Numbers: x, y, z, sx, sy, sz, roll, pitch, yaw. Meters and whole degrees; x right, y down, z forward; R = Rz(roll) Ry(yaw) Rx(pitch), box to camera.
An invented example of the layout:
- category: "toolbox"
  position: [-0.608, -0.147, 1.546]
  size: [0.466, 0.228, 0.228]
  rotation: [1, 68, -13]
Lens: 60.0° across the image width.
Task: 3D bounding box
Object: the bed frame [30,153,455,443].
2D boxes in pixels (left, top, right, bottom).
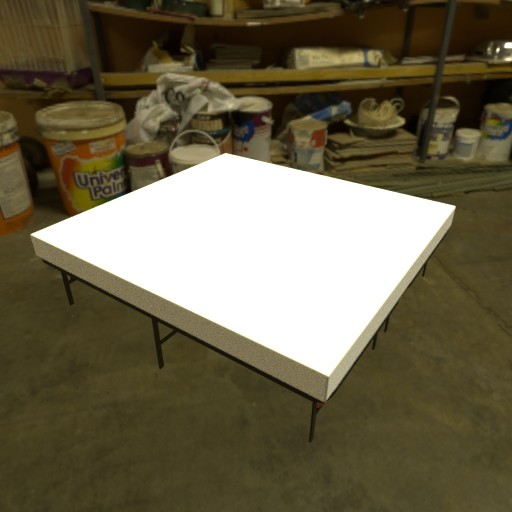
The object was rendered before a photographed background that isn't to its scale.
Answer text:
- category: "bed frame"
  position: [0.000, 0.000, 3.035]
  size: [2.032, 0.559, 1.930]
  rotation: [20, 36, 29]
